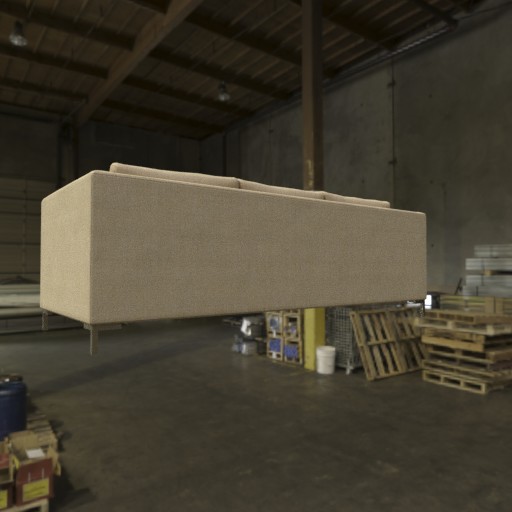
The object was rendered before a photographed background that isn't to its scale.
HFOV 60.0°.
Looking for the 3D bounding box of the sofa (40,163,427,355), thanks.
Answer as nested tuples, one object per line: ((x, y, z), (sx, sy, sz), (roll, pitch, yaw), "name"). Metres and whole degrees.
((0.000, 0.000, 2.907), (2.415, 0.867, 0.969), (1, -2, -37), "sofa")
